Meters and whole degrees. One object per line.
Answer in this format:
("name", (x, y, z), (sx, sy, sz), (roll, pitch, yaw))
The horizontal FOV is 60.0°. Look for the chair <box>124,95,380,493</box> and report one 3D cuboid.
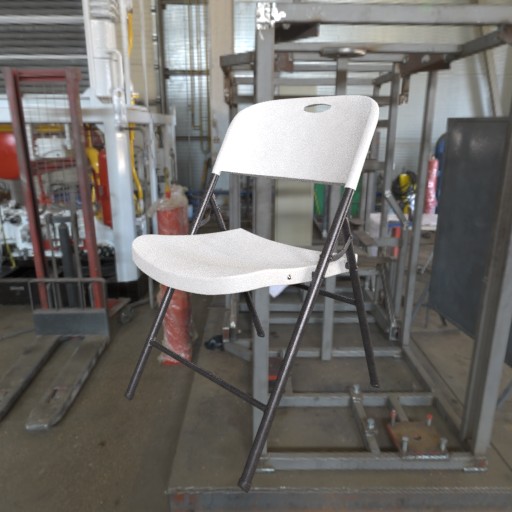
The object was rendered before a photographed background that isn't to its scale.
("chair", (0.000, 0.000, 1.159), (0.494, 0.810, 0.566), (15, 22, 42))
